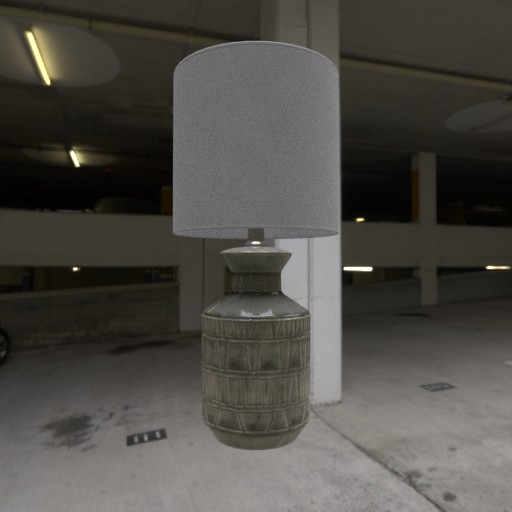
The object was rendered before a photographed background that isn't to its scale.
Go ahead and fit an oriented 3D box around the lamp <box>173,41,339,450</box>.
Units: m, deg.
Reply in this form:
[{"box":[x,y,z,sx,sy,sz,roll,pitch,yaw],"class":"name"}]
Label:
[{"box":[0.000,0.000,0.573,0.211,0.455,0.211,0,-1,-18],"class":"lamp"}]
